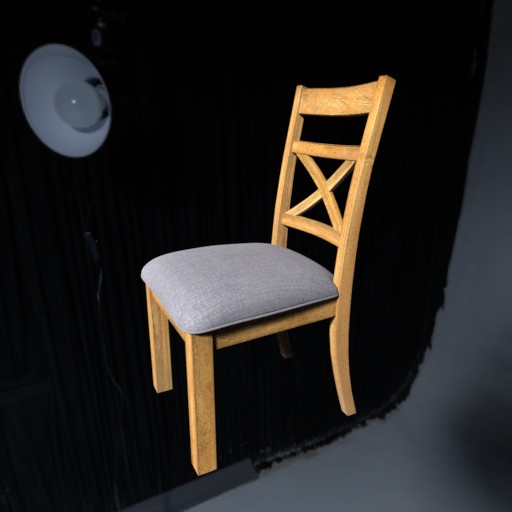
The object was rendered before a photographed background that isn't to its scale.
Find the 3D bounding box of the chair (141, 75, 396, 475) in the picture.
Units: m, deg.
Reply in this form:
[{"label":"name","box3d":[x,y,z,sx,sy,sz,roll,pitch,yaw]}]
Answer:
[{"label":"chair","box3d":[0.000,0.000,1.268,0.581,0.949,0.470,-9,19,-25]}]
